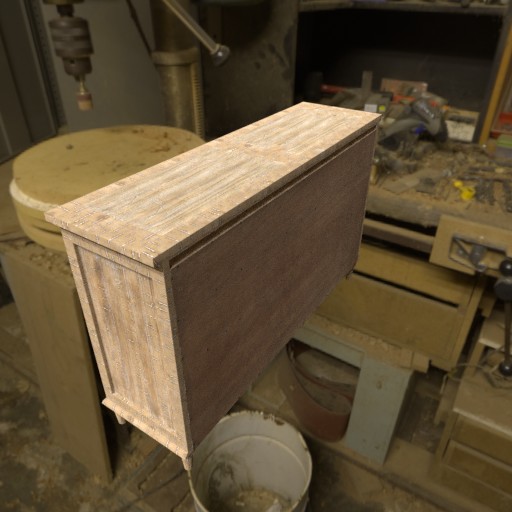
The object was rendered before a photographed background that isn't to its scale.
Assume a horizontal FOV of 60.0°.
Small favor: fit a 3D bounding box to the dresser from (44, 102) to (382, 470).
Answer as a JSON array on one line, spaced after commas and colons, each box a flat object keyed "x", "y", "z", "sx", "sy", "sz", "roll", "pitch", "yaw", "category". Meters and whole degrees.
[{"x": 0.000, "y": 0.000, "z": 2.078, "sx": 0.457, "sy": 1.016, "sz": 1.626, "roll": 20, "pitch": 38, "yaw": 28, "category": "dresser"}]
